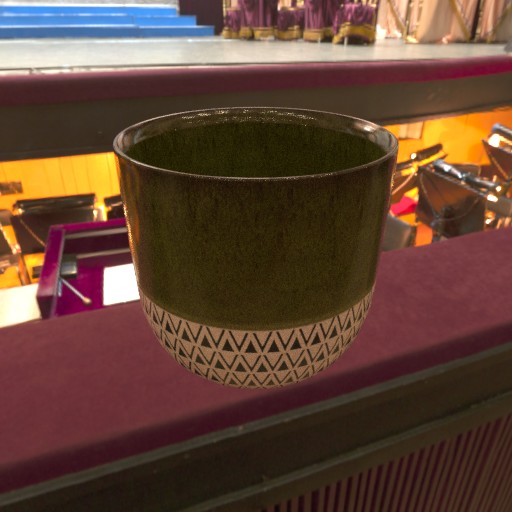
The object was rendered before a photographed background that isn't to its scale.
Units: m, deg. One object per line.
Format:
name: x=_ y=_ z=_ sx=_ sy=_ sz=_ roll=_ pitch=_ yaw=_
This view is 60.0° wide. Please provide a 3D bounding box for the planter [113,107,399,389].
planter: x=0.000 y=0.000 z=0.492 sx=0.266 sy=0.270 sz=0.266 roll=0 pitch=29 yaw=0
